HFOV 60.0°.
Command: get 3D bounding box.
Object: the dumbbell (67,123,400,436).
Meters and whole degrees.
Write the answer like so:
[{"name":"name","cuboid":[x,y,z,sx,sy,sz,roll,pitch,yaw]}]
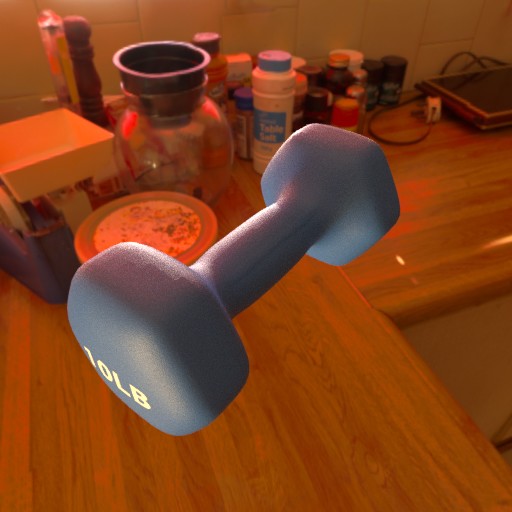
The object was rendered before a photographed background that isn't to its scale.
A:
[{"name":"dumbbell","cuboid":[0.000,0.000,0.264,0.103,0.093,0.212,28,48,28]}]
